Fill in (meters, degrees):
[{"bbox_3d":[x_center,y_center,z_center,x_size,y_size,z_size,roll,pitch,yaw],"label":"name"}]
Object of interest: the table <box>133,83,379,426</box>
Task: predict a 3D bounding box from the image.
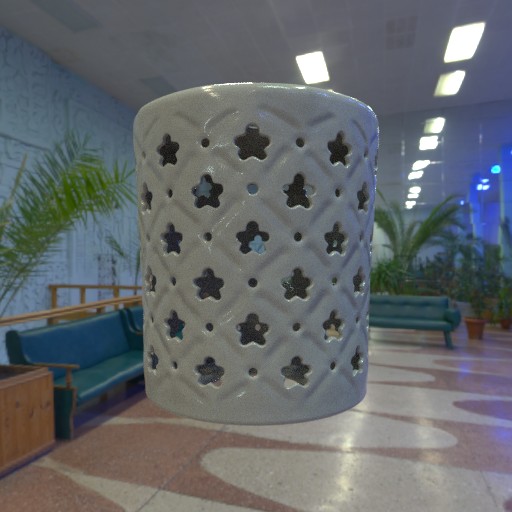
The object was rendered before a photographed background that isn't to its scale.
[{"bbox_3d":[0.000,0.000,0.654,0.352,0.387,0.352,0,0,0],"label":"table"}]
